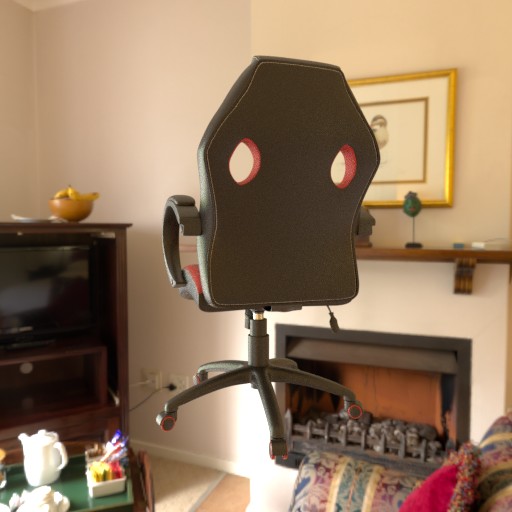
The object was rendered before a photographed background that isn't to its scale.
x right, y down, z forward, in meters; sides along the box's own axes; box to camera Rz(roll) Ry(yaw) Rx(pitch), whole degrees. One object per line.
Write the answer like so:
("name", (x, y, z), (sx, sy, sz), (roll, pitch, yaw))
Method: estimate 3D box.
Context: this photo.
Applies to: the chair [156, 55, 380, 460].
("chair", (0.000, 0.000, 1.657), (0.750, 1.189, 0.783), (-1, 3, -18))
